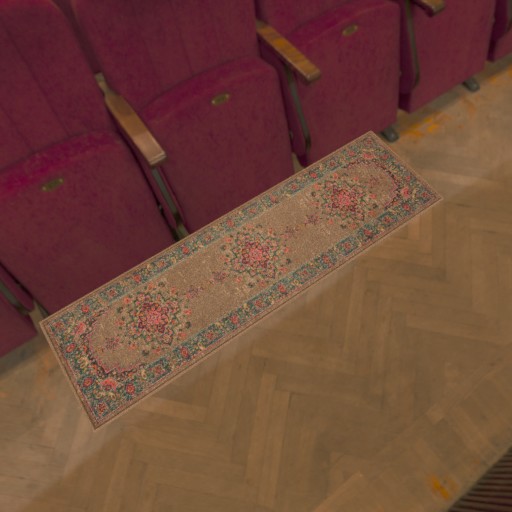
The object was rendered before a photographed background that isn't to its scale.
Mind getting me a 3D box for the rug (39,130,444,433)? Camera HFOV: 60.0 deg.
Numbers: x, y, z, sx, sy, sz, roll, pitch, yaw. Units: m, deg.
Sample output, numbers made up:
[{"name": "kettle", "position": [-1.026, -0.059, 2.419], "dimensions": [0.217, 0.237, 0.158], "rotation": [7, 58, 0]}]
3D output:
[{"name": "rug", "position": [0.000, 0.000, 2.477], "dimensions": [2.297, 0.019, 0.659], "rotation": [-32, 67, -15]}]
